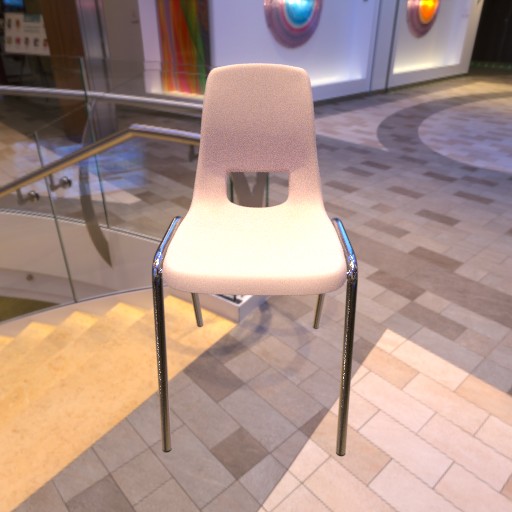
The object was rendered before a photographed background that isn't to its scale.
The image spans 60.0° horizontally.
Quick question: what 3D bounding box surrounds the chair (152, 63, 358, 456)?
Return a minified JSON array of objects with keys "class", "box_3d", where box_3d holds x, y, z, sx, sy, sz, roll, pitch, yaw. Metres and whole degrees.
[{"class":"chair","box_3d":[0.000,0.000,0.932,0.381,0.704,0.436,1,29,1]}]
